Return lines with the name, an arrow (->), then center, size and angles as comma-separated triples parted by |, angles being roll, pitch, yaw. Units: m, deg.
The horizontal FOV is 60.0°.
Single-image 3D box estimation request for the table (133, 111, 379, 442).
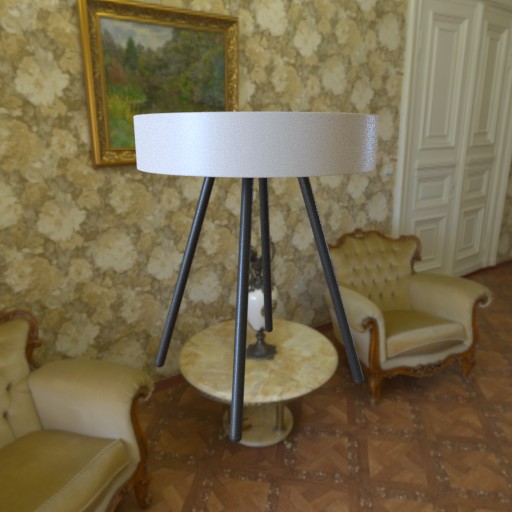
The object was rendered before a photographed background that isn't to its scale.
table -> 0.000, 0.000, 0.877 | 0.450, 0.525, 0.450 | 0, 15, 0
